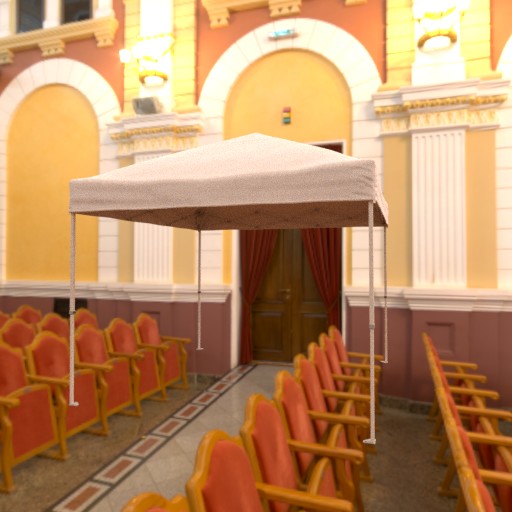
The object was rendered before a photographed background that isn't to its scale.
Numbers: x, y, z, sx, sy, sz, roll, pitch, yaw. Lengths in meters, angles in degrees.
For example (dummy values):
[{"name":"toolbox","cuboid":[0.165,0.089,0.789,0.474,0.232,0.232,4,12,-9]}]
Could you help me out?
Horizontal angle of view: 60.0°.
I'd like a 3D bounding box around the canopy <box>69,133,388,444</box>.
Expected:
[{"name":"canopy","cuboid":[0.000,0.000,5.377,2.996,2.997,2.998,0,0,18]}]
